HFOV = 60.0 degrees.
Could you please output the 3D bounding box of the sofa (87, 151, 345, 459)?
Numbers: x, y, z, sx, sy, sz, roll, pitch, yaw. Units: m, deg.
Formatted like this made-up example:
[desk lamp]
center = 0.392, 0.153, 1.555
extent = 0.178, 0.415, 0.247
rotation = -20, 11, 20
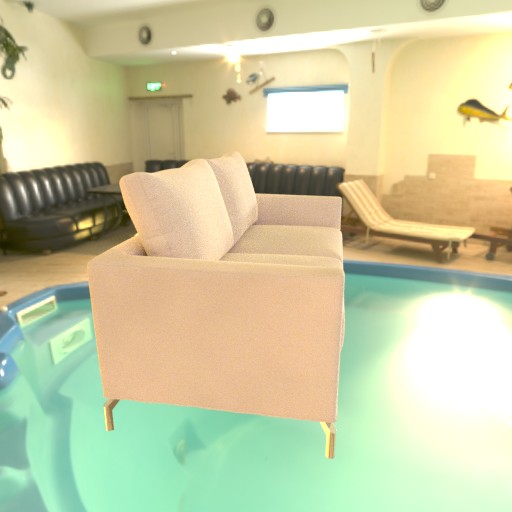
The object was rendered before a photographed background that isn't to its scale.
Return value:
[sofa]
center = 0.000, 0.000, 2.327
extent = 0.906, 0.995, 1.739
rotation = 3, 16, 10
